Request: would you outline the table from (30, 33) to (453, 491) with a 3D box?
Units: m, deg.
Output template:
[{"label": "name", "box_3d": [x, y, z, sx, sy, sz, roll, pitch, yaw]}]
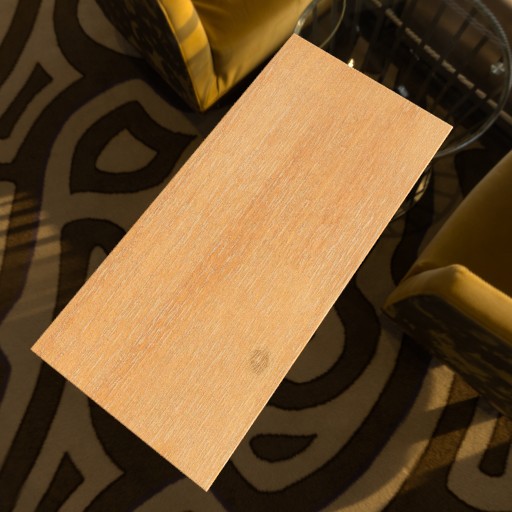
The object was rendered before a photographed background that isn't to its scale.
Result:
[{"label": "table", "box_3d": [0.000, 0.000, 1.256, 0.483, 0.457, 1.016, 35, 78, 9]}]
